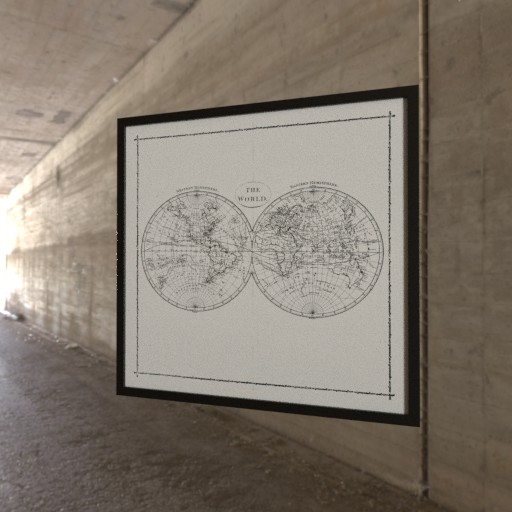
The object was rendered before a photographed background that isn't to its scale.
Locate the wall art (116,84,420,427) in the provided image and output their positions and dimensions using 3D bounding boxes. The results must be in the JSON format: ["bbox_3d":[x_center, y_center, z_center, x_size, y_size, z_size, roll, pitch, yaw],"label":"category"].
[{"bbox_3d":[0.000,0.000,0.474,0.327,0.318,0.029,0,-1,18],"label":"wall art"}]
